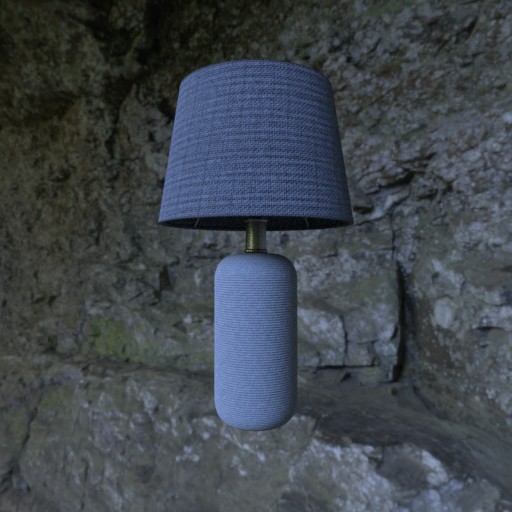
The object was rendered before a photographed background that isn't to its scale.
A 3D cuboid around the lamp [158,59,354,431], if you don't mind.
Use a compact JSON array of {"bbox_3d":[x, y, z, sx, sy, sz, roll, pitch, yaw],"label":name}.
[{"bbox_3d":[0.000,0.000,0.582,0.251,0.429,0.251,0,0,0],"label":"lamp"}]
